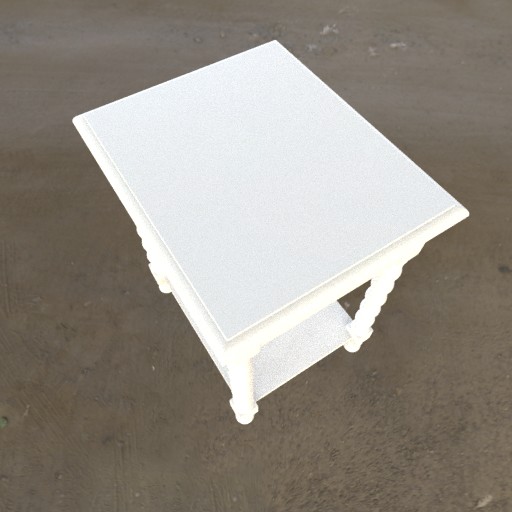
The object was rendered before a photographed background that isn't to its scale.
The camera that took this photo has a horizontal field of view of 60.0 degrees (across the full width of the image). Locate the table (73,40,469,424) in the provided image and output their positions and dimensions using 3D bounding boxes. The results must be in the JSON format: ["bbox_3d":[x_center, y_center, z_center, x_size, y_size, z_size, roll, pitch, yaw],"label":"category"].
[{"bbox_3d":[0.000,0.000,0.849,0.381,0.531,0.460,-29,62,-17],"label":"table"}]
